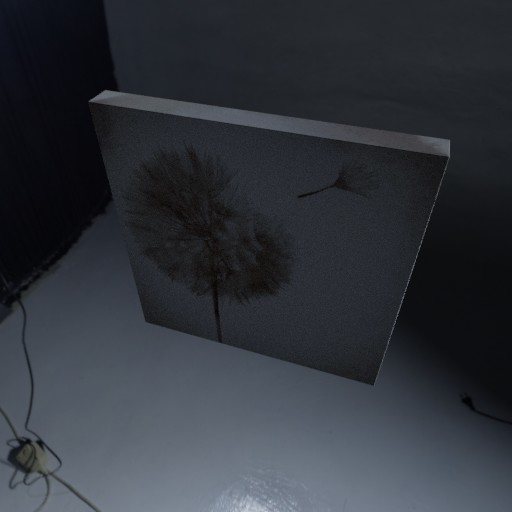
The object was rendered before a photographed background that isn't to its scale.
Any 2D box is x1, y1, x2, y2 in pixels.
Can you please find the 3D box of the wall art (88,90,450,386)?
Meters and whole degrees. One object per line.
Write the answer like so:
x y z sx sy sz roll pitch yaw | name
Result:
0.000 0.000 0.467 0.303 0.303 0.028 13 44 14 | wall art
